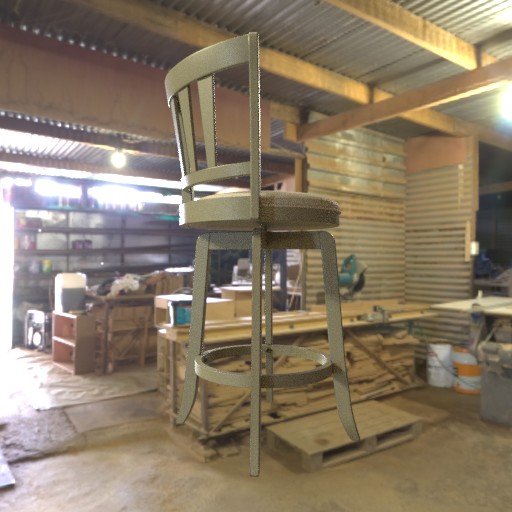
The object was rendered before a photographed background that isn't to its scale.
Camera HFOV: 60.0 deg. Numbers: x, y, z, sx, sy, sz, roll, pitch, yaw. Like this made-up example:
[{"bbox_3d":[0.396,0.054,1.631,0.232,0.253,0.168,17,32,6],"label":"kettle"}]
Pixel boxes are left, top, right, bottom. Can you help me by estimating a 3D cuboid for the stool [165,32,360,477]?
[{"bbox_3d":[0.000,0.000,1.246,0.486,0.994,0.450,0,0,-35],"label":"stool"}]
